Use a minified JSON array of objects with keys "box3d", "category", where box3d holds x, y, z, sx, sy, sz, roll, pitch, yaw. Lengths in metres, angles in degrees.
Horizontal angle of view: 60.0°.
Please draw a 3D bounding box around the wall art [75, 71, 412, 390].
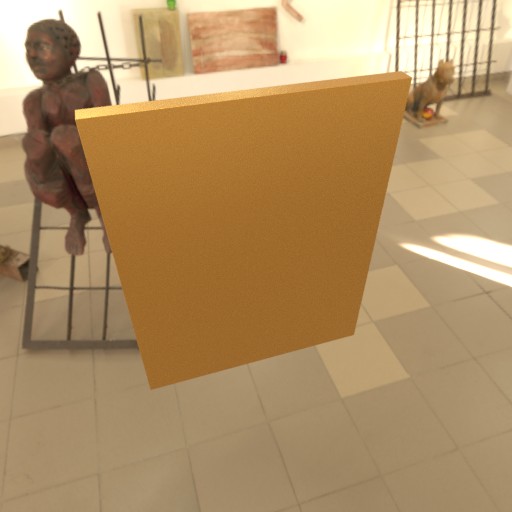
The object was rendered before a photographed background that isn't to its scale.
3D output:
[{"box3d":[0.000,0.000,1.030,0.610,0.762,0.038,-12,42,-14],"category":"wall art"}]
